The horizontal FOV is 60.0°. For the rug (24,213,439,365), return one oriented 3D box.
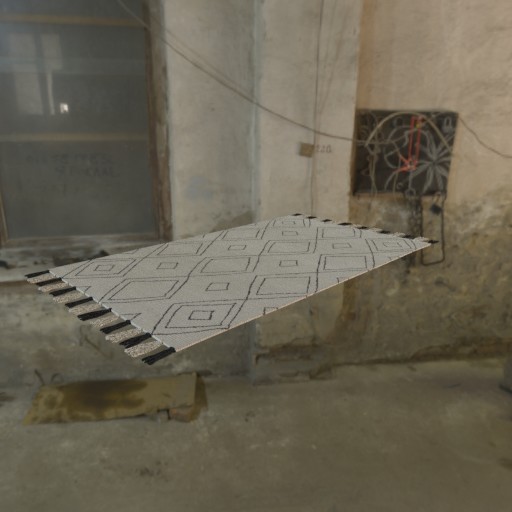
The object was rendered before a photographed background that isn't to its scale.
[{"bbox_3d":[0.000,0.000,3.240,2.755,0.021,1.524,-16,24,-42],"label":"rug"}]
